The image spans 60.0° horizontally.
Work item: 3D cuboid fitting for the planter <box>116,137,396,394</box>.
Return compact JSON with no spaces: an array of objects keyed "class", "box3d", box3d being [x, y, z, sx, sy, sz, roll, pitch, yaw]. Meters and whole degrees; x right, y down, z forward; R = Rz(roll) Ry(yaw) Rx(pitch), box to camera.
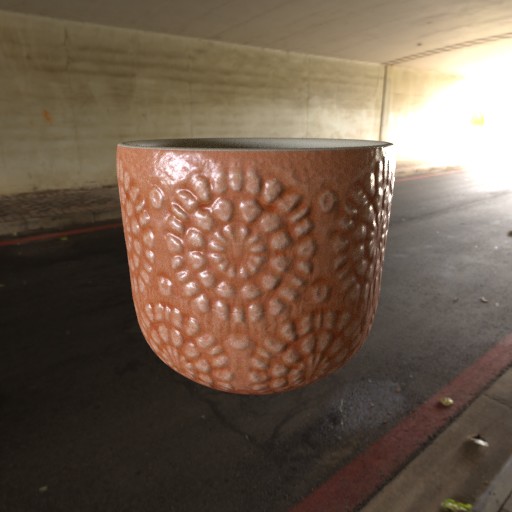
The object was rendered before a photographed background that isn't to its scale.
[{"class":"planter","box3d":[0.000,0.000,0.219,0.124,0.109,0.124,0,17,0]}]
